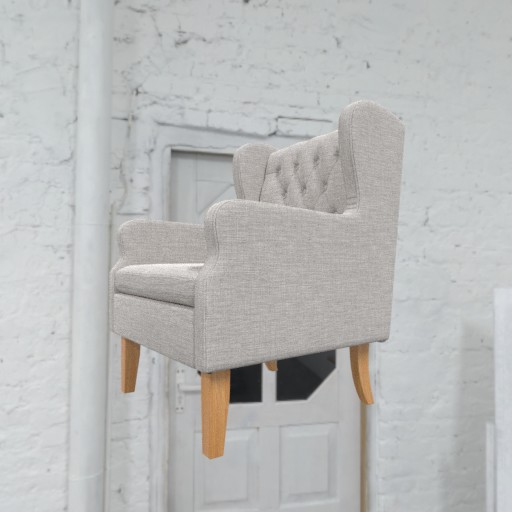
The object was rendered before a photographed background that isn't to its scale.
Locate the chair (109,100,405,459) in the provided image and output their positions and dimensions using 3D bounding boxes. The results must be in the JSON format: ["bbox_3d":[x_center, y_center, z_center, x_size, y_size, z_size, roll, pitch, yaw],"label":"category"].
[{"bbox_3d":[0.000,0.000,1.467,0.760,0.930,0.710,0,0,-35],"label":"chair"}]
